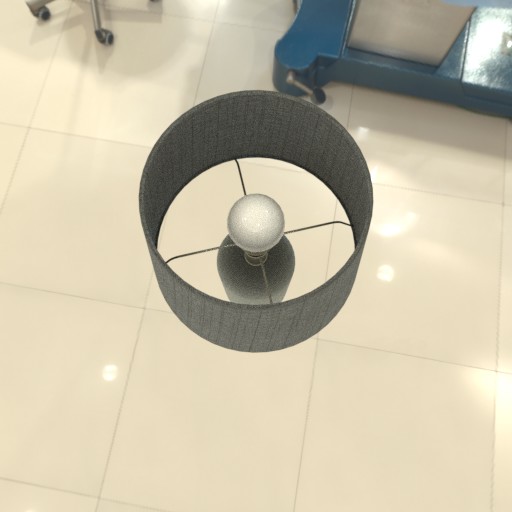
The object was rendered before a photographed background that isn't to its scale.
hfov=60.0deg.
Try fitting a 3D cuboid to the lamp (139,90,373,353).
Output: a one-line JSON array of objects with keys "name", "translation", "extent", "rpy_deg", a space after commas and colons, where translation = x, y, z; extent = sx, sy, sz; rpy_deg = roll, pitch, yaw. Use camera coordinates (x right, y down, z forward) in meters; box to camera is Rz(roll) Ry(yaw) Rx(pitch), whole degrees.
[{"name": "lamp", "translation": [0.000, 0.000, 0.582], "extent": [0.251, 0.429, 0.251], "rpy_deg": [0, 76, 0]}]
